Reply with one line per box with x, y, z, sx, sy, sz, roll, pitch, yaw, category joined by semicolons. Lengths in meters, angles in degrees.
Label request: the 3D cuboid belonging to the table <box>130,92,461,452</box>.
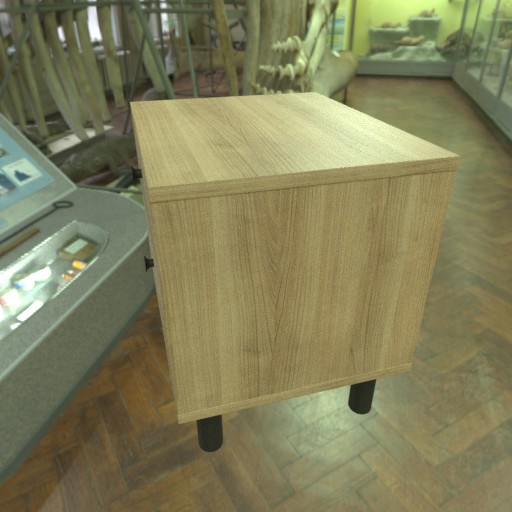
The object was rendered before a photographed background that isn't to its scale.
0.000;0.000;0.782;0.380;0.460;0.445;-8;31;-14;table
